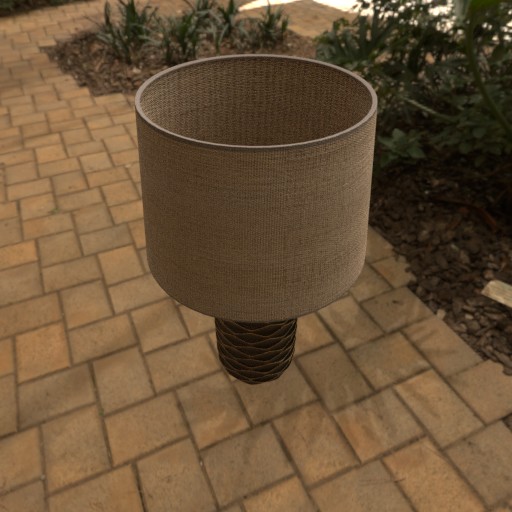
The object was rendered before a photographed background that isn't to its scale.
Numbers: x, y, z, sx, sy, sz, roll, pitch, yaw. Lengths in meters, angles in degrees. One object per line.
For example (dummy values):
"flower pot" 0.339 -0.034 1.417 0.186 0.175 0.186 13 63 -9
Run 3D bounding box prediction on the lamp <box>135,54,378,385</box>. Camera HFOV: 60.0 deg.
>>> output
"lamp" 0.000 0.000 0.798 0.376 0.594 0.376 0 41 0
